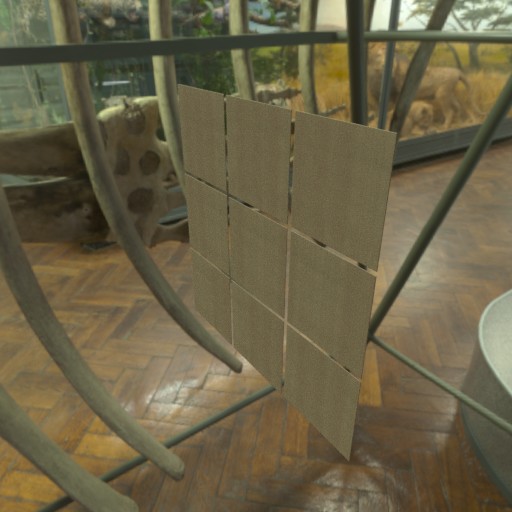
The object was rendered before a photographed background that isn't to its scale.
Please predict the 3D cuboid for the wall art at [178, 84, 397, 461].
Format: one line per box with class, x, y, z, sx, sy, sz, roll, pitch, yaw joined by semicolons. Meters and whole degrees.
wall art;0.000;0.000;2.261;0.002;1.505;1.517;-18;33;-30
